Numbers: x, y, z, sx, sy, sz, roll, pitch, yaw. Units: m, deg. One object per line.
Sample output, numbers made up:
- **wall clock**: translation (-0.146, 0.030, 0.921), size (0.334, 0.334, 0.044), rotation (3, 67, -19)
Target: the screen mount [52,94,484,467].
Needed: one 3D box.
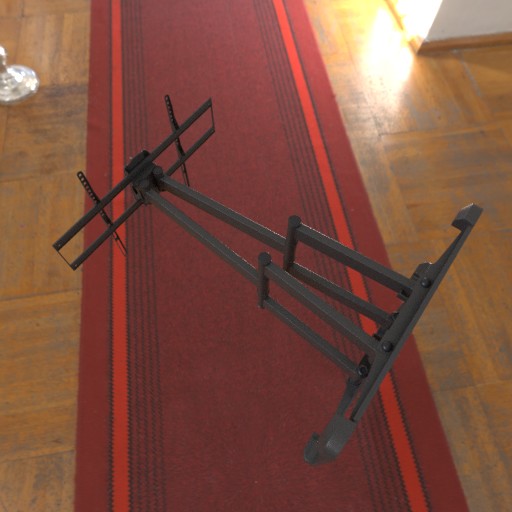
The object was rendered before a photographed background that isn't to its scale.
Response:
- **screen mount**: translation (0.000, 0.000, 1.309), size (0.905, 0.483, 0.725), rotation (33, 68, 16)
